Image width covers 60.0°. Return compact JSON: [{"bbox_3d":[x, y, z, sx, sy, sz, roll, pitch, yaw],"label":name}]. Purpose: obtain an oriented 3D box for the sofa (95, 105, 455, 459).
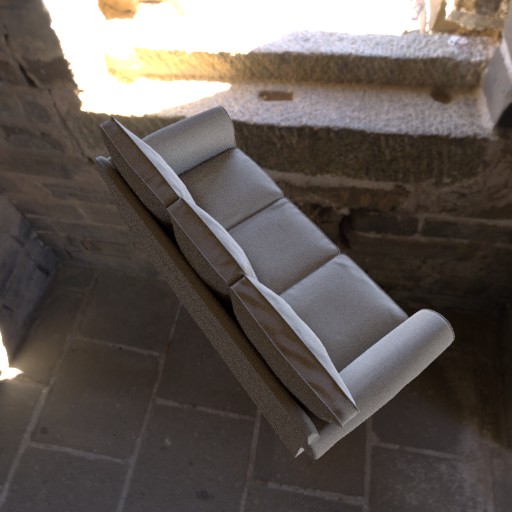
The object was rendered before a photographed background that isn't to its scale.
[{"bbox_3d":[0.000,0.000,2.563,0.916,0.961,2.084,-32,64,-18],"label":"sofa"}]
